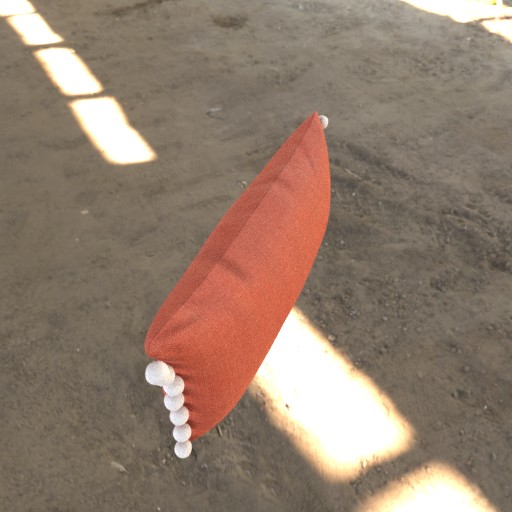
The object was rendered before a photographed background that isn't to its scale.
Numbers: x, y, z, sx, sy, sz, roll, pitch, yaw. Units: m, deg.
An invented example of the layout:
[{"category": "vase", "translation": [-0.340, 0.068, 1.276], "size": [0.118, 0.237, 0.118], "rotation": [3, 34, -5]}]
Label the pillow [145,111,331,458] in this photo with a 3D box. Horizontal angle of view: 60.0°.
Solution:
[{"category": "pillow", "translation": [0.000, 0.000, 0.850], "size": [0.201, 0.322, 0.709], "rotation": [17, 48, 16]}]
